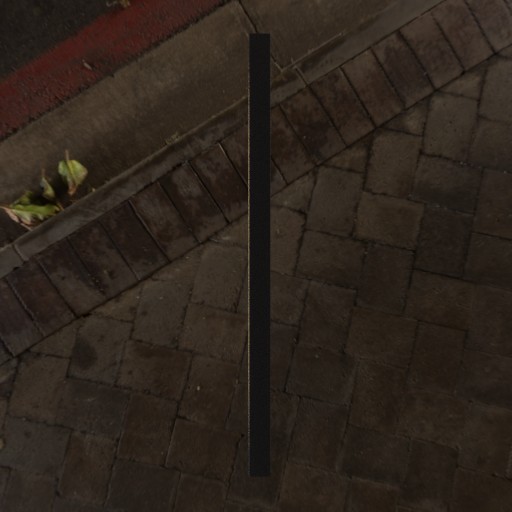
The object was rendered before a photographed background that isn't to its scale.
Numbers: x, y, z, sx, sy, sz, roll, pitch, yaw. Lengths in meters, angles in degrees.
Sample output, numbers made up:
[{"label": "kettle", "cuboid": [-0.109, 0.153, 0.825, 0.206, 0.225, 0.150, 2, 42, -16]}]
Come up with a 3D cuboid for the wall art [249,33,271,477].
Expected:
[{"label": "wall art", "cuboid": [0.000, 0.000, 1.141, 0.037, 0.760, 0.762, 0, 90, -1]}]
